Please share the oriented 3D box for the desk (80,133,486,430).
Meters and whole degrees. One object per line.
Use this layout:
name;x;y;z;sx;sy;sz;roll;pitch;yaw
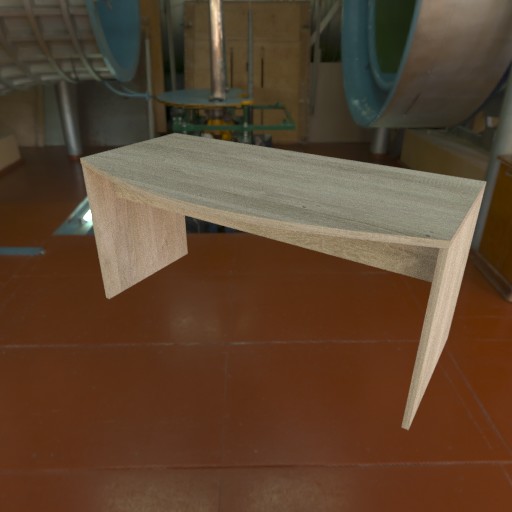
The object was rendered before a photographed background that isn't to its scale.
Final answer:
desk;0.000;0.000;1.972;1.600;0.752;0.802;17;32;29
